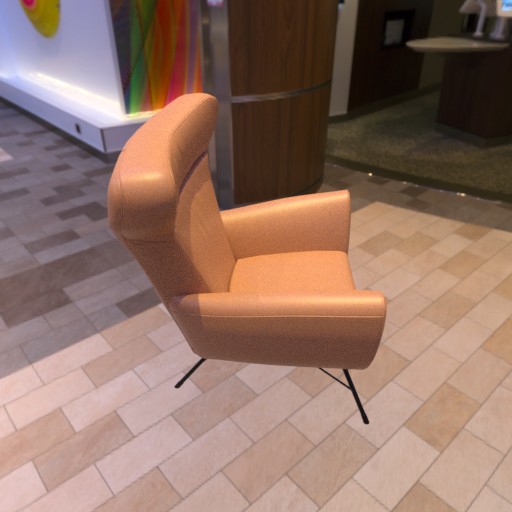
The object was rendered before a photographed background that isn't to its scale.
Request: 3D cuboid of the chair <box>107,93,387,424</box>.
[{"bbox_3d":[0.000,0.000,1.737,0.900,1.050,0.980,1,32,2],"label":"chair"}]
